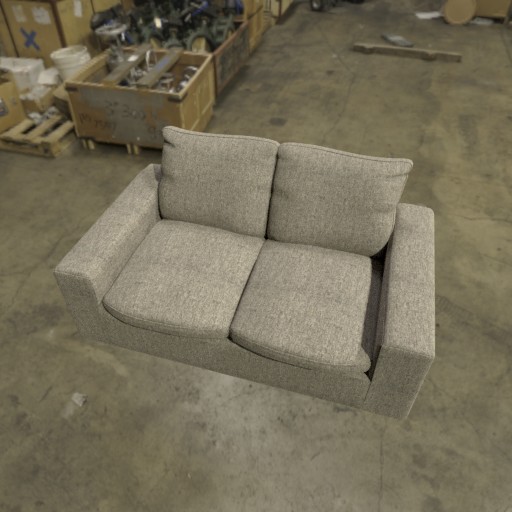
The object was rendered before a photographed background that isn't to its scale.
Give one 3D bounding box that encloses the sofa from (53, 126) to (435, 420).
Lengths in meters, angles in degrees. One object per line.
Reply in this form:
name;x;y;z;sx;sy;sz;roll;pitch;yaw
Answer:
sofa;0.000;0.000;2.335;1.758;0.877;1.094;11;43;12
